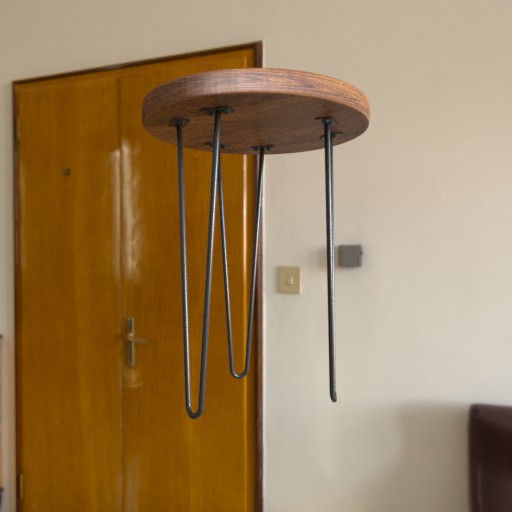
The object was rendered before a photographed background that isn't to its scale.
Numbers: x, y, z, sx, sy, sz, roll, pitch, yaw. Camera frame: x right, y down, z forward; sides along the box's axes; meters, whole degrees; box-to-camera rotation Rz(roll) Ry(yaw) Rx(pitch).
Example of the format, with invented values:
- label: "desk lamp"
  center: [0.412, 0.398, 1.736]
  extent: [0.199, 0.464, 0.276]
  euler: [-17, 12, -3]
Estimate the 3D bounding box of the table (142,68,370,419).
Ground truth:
- label: "table"
  center: [0.000, 0.000, 0.806]
  extent: [0.400, 0.520, 0.400]
  euler: [0, 1, 0]
